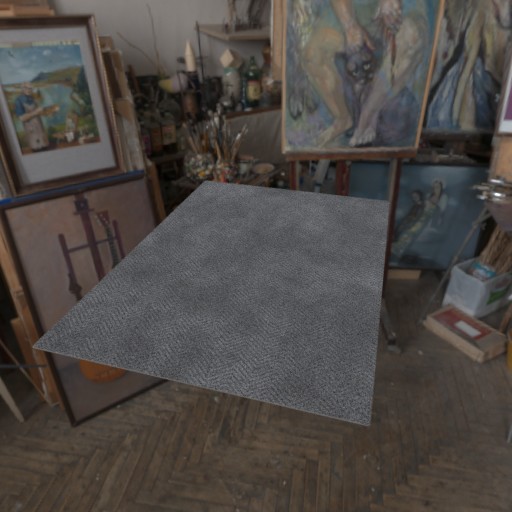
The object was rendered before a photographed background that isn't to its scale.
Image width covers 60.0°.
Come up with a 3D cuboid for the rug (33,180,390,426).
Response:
[{"bbox_3d":[0.000,0.000,2.864,1.600,0.008,2.235,9,32,14],"label":"rug"}]
